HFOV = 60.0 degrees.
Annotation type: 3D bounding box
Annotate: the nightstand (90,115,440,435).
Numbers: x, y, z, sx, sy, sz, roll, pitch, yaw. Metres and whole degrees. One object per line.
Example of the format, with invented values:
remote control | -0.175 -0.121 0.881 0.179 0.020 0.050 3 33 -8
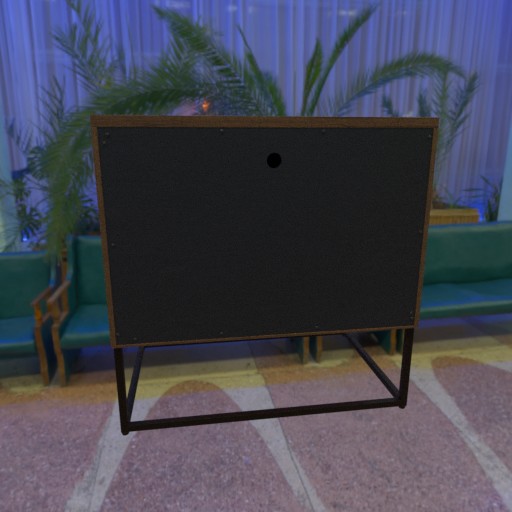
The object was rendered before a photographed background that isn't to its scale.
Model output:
nightstand | 0.000 0.000 1.044 0.610 0.610 0.437 -2 15 -8
